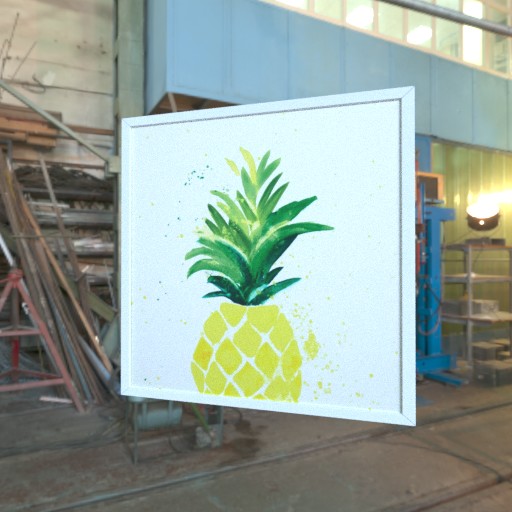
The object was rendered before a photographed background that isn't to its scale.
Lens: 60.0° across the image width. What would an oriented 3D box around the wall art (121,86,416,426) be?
[{"bbox_3d":[0.000,0.000,0.754,0.508,0.507,0.035,0,-1,18],"label":"wall art"}]
